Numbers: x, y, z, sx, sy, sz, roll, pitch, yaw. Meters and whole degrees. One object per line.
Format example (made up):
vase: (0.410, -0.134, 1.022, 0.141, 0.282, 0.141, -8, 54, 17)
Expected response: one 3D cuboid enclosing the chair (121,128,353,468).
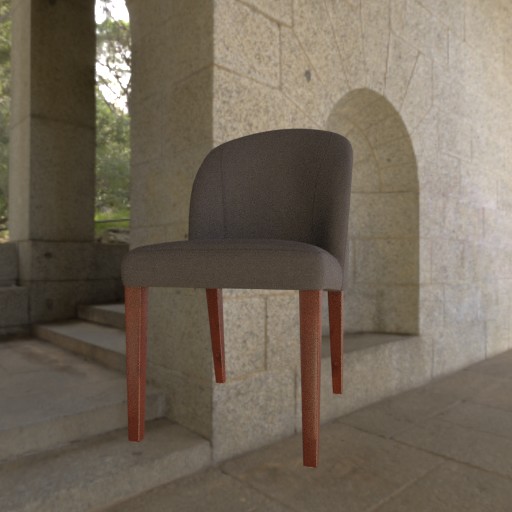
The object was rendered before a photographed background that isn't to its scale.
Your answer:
chair: (0.000, 0.000, 1.248, 0.506, 0.879, 0.619, 0, 0, 18)
